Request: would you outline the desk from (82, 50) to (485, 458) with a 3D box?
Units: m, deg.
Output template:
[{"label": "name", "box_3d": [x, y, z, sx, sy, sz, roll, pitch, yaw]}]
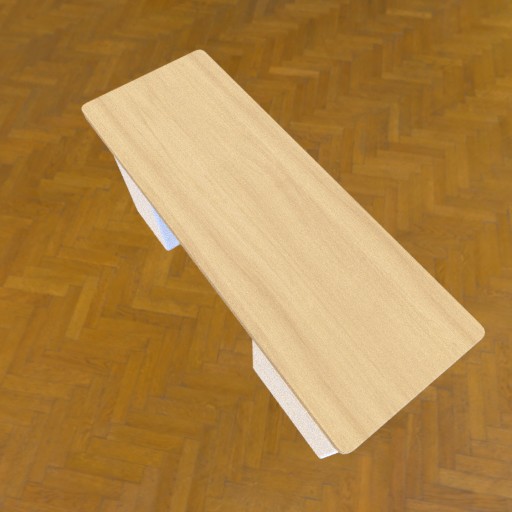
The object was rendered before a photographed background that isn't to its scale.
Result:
[{"label": "desk", "box_3d": [0.000, 0.000, 1.805, 0.550, 0.755, 1.500, -33, 68, -16]}]
